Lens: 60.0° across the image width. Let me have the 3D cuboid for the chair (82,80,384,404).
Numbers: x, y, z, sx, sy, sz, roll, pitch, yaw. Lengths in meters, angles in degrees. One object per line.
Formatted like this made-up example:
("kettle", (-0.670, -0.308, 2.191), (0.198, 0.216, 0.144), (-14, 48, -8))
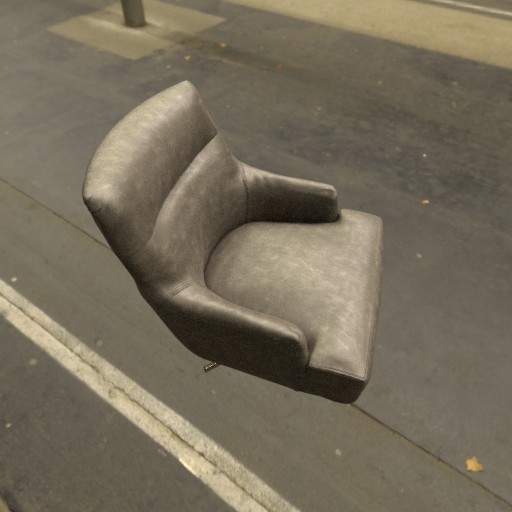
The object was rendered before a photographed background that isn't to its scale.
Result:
("chair", (0.000, 0.000, 1.517), (0.874, 0.870, 0.738), (11, 47, 10))
